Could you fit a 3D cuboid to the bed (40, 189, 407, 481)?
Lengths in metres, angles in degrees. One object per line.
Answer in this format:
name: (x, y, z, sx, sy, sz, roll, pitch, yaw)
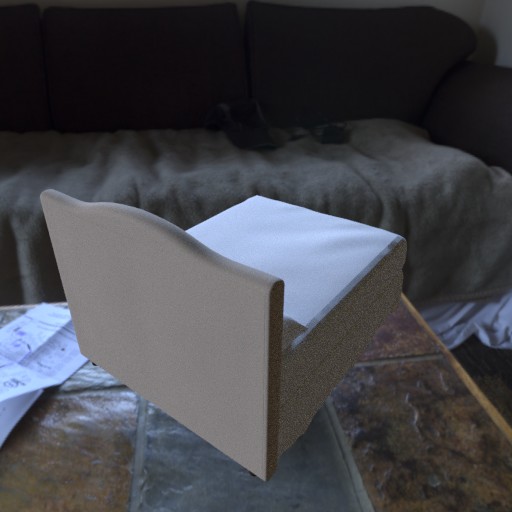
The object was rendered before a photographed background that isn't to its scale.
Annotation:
bed: (0.000, 0.000, 3.168, 1.678, 1.398, 2.052, 20, 36, 31)
